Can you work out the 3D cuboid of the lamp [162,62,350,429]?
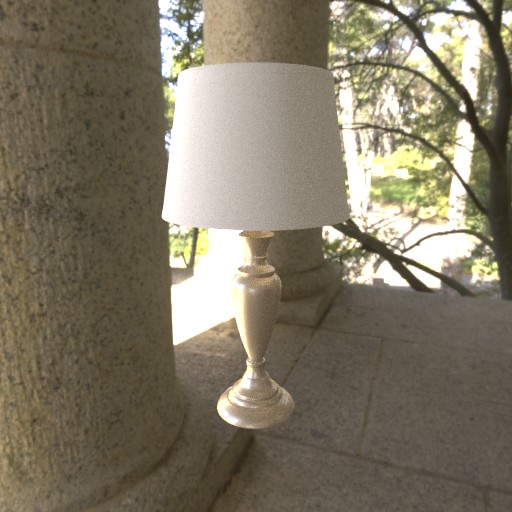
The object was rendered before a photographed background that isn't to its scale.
[{"bbox_3d":[0.000,0.000,0.807,0.328,0.612,0.328,0,14,0],"label":"lamp"}]
